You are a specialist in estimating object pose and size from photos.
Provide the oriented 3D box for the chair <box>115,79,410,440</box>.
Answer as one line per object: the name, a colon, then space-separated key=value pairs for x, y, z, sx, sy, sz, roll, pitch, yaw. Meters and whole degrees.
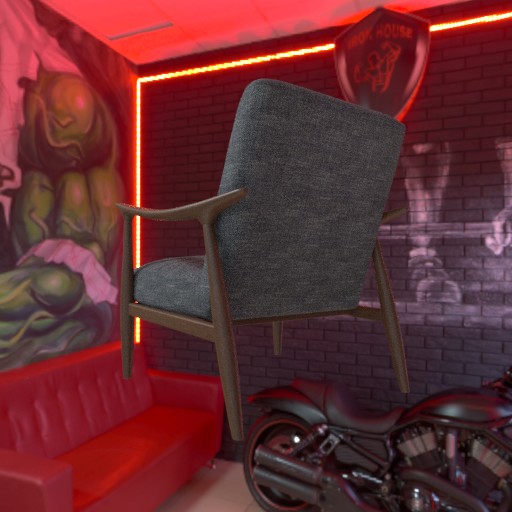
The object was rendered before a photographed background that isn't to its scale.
chair: x=0.000 y=0.000 z=1.468 sx=0.741 sy=0.832 sz=0.798 roll=0 pitch=-1 yaw=-36
